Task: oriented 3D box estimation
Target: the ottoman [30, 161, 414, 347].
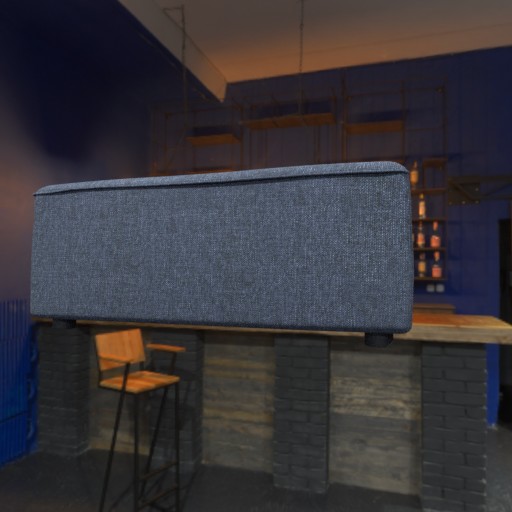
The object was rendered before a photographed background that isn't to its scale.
[{"bbox_3d":[0.000,0.000,1.543,1.023,0.423,1.017,0,-1,19],"label":"ottoman"}]
